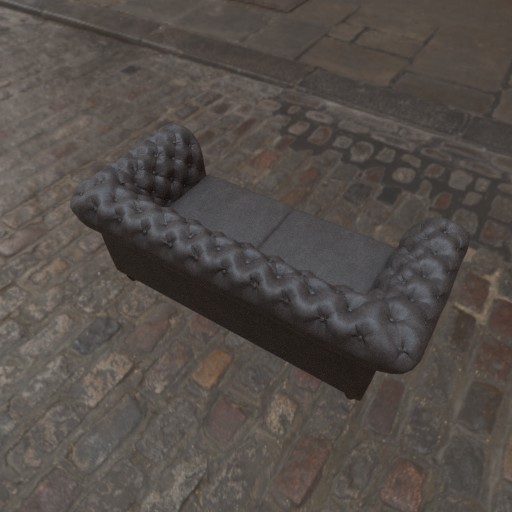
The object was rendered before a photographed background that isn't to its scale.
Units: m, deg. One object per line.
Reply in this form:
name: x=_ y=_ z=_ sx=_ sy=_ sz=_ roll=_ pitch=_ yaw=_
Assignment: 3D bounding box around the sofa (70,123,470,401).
sofa: x=0.000 y=0.000 z=2.580 sx=2.048 sy=0.779 sz=0.944 roll=24 pitch=51 yaw=22
